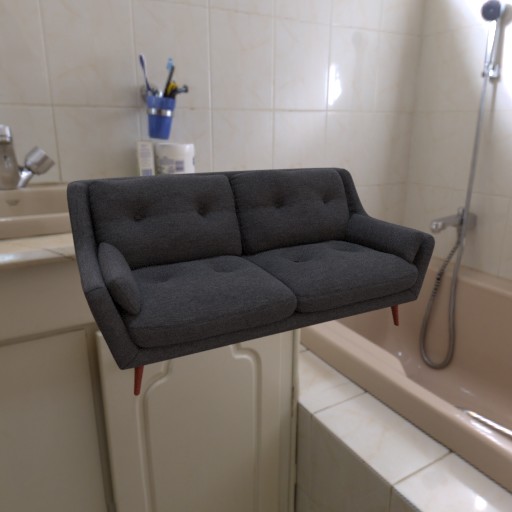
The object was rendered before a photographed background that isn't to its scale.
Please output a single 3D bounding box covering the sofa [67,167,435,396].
[{"bbox_3d":[0.000,0.000,2.526,1.929,0.896,0.975,-8,18,-26],"label":"sofa"}]
